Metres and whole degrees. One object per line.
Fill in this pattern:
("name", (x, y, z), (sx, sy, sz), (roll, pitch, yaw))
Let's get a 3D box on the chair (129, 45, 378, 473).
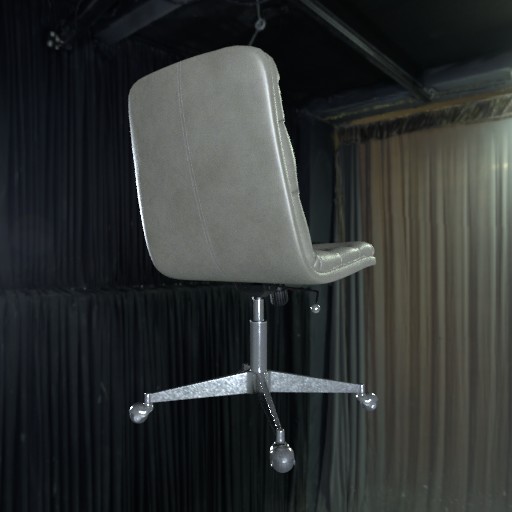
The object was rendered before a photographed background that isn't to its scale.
("chair", (0.000, 0.000, 1.014), (0.422, 0.738, 0.485), (0, 0, 36))
